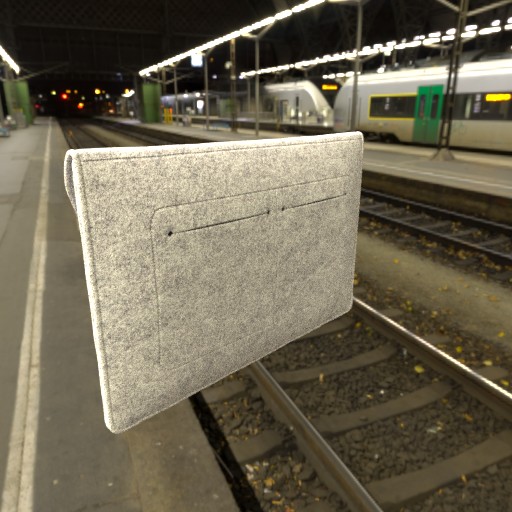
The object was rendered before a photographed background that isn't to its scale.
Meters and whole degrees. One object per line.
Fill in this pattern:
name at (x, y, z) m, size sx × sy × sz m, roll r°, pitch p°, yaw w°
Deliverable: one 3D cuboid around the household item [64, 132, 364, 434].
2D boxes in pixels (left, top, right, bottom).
household item at (0.000, 0.000, 0.429) m, size 0.335 × 0.221 × 0.057 m, roll -17°, pitch 25°, yaw -42°
